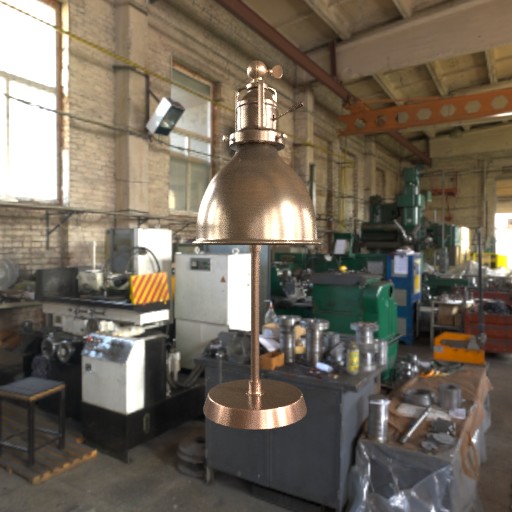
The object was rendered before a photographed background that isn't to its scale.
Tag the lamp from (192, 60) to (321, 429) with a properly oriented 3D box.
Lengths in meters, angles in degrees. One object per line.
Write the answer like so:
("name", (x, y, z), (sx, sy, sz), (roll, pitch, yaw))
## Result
("lamp", (0.000, 0.000, 0.588), (0.153, 0.456, 0.286), (0, 1, -1))
